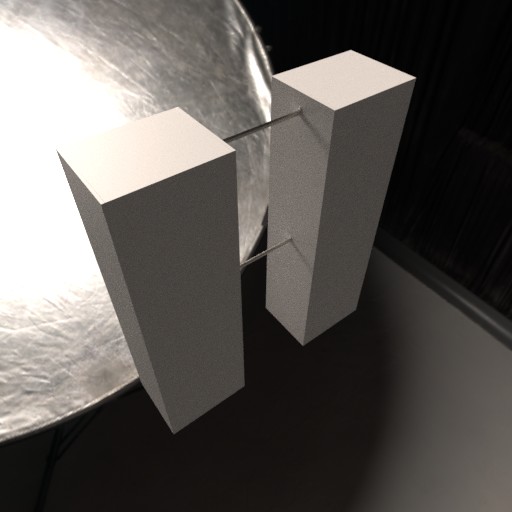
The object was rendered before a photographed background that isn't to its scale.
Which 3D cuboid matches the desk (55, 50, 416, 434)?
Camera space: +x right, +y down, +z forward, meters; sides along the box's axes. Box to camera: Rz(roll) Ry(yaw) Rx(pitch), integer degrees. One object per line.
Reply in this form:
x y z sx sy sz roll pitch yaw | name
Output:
0.000 0.000 2.825 1.770 2.000 0.480 -28 52 -25 | desk
